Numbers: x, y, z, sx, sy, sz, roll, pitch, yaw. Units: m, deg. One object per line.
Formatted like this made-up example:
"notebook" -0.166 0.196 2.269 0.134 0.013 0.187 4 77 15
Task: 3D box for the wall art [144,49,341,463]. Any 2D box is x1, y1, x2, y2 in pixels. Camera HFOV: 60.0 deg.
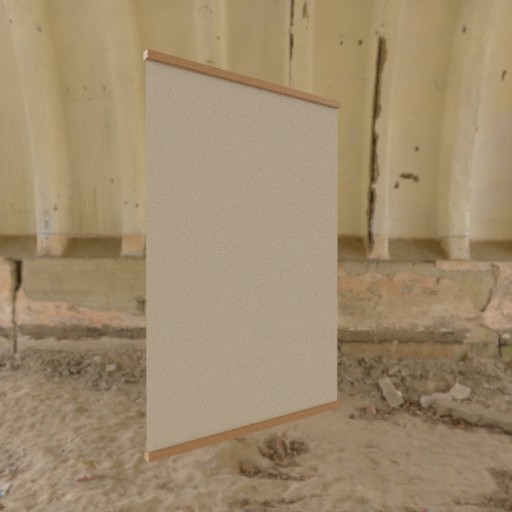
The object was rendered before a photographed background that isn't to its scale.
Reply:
"wall art" 0.000 0.000 1.918 0.991 1.510 0.040 0 1 -35
